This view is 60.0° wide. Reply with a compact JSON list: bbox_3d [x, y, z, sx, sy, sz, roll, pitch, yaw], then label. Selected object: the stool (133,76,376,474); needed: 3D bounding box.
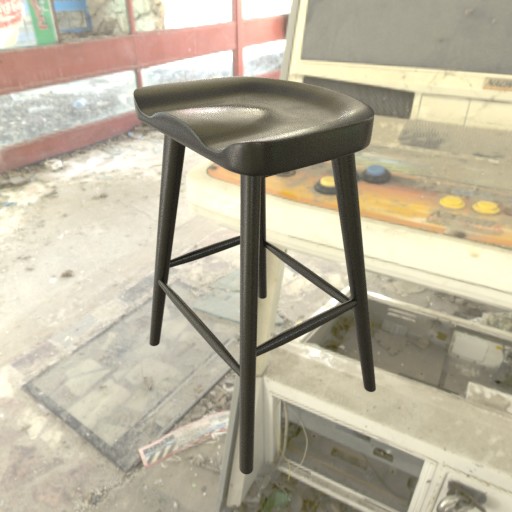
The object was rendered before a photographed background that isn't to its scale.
[{"bbox_3d":[0.000,0.000,0.895,0.361,0.615,0.440,-21,38,-29],"label":"stool"}]
